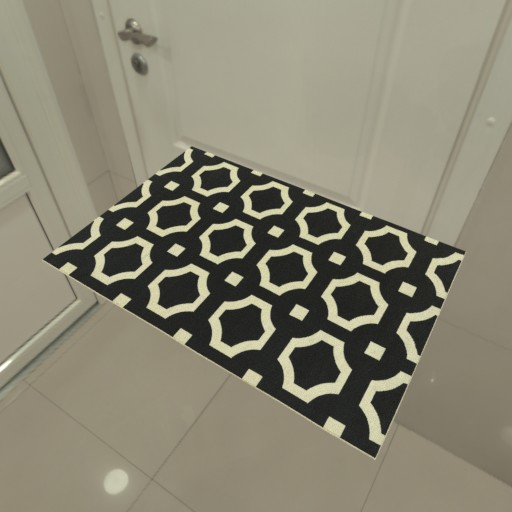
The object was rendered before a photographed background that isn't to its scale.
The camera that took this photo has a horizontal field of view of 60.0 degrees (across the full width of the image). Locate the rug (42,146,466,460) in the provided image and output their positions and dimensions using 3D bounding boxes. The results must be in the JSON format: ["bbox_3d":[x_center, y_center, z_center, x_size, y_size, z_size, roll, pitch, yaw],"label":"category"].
[{"bbox_3d":[0.000,0.000,2.879,2.286,0.016,1.555,25,52,22],"label":"rug"}]
